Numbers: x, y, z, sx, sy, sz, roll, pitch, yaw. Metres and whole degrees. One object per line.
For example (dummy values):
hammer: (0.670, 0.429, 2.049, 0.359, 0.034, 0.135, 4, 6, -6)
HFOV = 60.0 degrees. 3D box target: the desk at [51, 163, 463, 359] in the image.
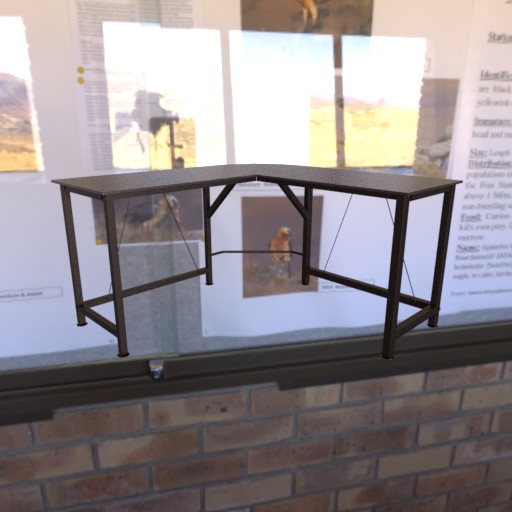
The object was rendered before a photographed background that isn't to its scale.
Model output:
desk: (0.000, 0.000, 2.240, 1.400, 0.762, 1.400, -16, 23, -42)
